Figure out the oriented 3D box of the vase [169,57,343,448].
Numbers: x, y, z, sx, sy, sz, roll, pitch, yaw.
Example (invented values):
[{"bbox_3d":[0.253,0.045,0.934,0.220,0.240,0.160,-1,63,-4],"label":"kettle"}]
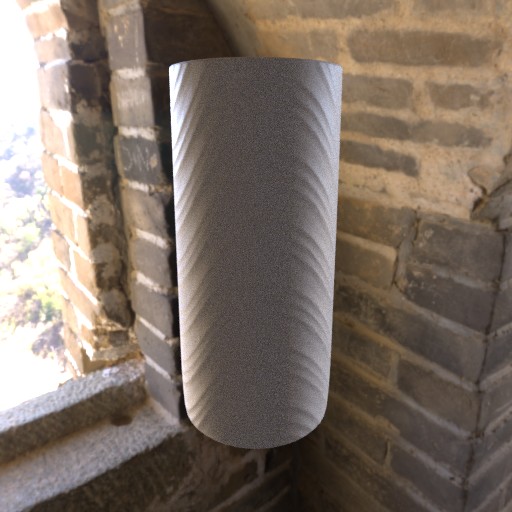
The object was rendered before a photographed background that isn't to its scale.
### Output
[{"bbox_3d":[0.000,0.000,0.403,0.143,0.316,0.143,0,17,0],"label":"vase"}]
